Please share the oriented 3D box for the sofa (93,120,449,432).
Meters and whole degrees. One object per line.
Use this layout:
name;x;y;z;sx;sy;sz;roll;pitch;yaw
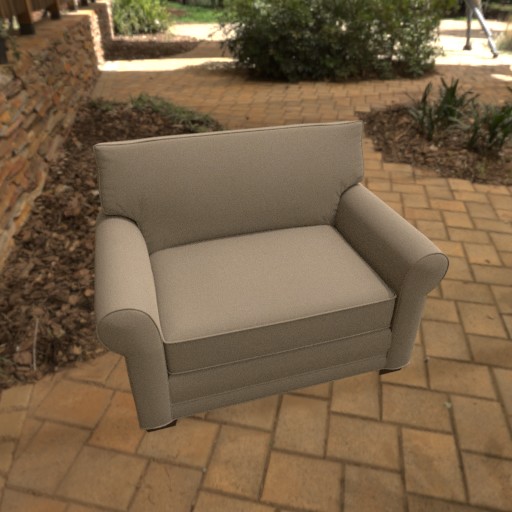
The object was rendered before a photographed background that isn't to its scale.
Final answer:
sofa;0.000;0.000;2.071;1.405;1.006;0.937;-9;34;-14
